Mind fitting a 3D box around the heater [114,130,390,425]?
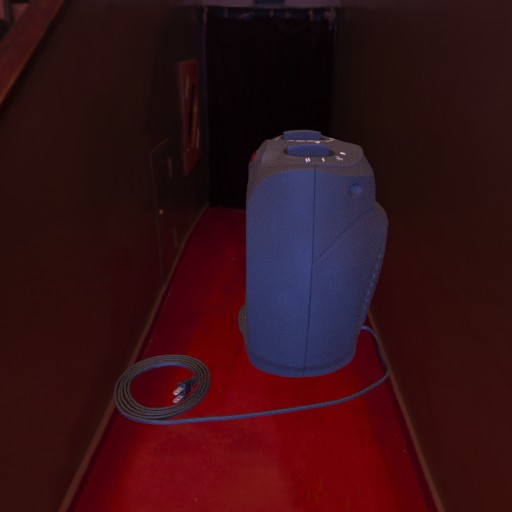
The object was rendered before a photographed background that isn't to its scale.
[{"bbox_3d":[0.000,0.000,0.470,0.291,0.240,0.239,0,27,0],"label":"heater"}]
